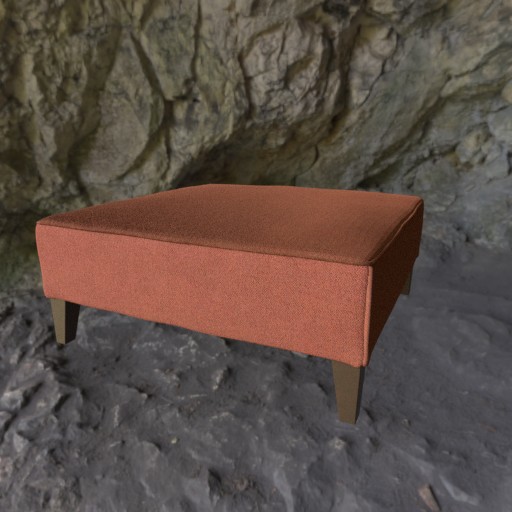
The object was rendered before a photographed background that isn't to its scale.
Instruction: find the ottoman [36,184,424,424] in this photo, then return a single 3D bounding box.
[{"bbox_3d":[0.000,0.000,1.550,0.999,0.438,0.997,7,17,25],"label":"ottoman"}]
